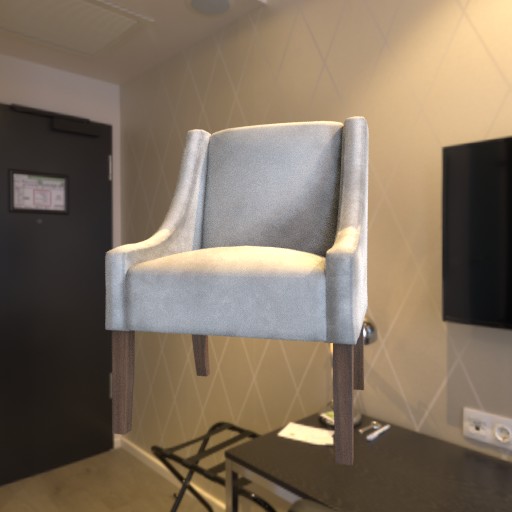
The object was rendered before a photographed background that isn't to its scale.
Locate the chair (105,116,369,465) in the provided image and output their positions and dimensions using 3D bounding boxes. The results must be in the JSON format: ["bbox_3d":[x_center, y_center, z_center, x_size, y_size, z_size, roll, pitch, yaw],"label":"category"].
[{"bbox_3d":[0.000,0.000,1.310,0.629,0.895,0.629,0,1,16],"label":"chair"}]
